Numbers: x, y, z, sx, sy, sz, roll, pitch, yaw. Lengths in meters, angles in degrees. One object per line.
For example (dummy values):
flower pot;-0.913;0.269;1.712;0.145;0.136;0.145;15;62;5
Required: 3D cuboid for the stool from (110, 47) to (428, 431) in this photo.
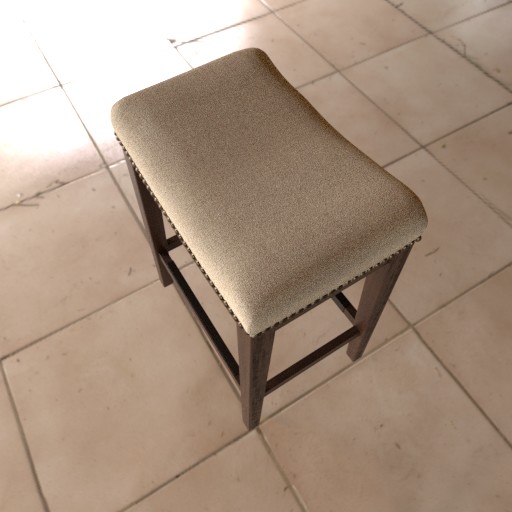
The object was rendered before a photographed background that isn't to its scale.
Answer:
stool;0.000;0.000;0.988;0.363;0.669;0.509;-28;63;-16
